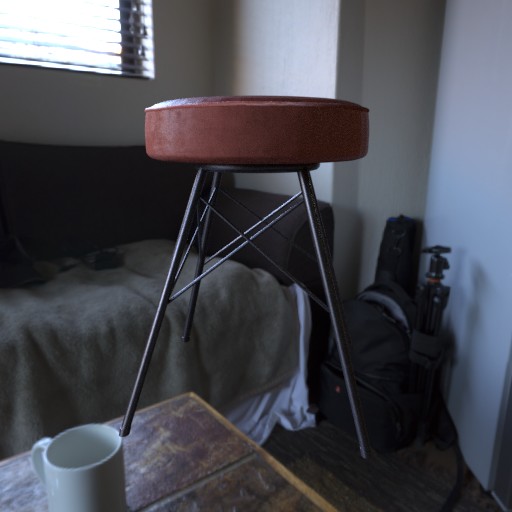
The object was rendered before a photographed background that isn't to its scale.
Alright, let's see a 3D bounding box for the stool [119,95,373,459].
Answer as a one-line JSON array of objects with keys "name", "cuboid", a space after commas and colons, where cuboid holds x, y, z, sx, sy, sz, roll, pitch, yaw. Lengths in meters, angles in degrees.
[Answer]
[{"name": "stool", "cuboid": [0.000, 0.000, 0.902, 0.457, 0.593, 0.421, 2, 15, 7]}]
